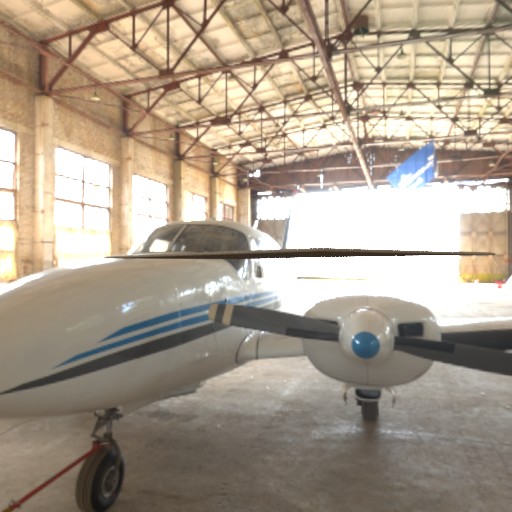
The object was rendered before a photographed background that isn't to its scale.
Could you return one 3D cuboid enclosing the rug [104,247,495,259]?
[{"bbox_3d":[0.000,0.000,1.427,0.605,0.007,1.220,1,-1,-36],"label":"rug"}]
